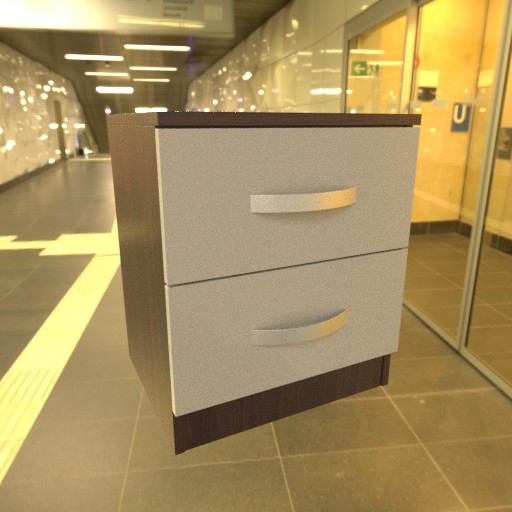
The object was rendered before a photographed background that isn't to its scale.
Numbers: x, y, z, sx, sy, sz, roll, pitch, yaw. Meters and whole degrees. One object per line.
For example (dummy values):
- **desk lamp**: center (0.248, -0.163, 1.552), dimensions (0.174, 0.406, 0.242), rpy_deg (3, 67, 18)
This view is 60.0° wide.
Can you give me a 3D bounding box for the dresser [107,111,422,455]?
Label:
- **dresser**: center (0.000, 0.000, 0.774), dimensions (0.400, 0.470, 0.360), rpy_deg (-8, 19, -26)
